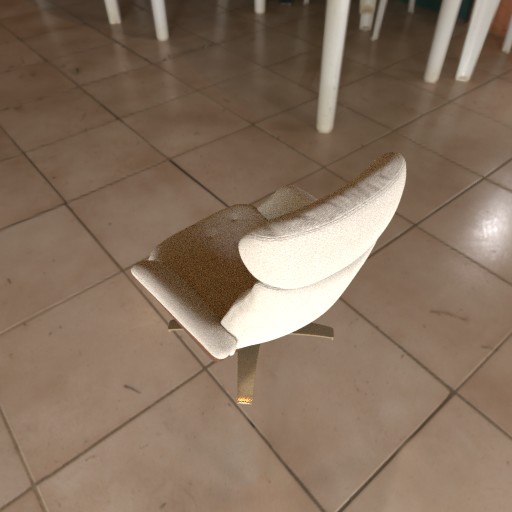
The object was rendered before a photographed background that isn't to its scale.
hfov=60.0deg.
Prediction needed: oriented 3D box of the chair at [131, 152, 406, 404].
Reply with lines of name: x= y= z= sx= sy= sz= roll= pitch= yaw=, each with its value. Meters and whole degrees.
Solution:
chair: x=0.000 y=0.000 z=1.604 sx=0.785 sy=0.995 sz=0.837 roll=-32 pitch=53 yaw=-27
